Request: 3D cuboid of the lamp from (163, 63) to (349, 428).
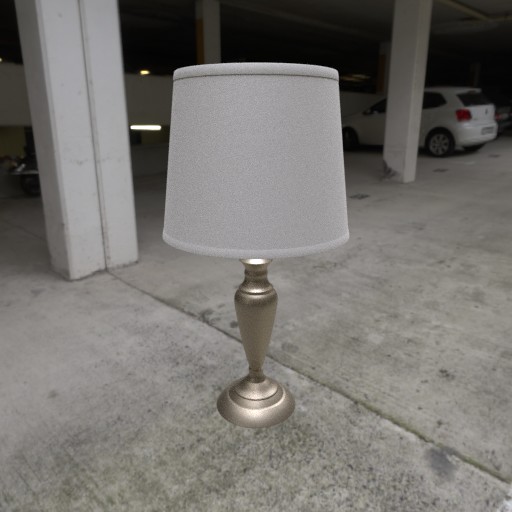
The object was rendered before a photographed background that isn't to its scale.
[{"bbox_3d":[0.000,0.000,0.808,0.328,0.619,0.328,0,17,0],"label":"lamp"}]
